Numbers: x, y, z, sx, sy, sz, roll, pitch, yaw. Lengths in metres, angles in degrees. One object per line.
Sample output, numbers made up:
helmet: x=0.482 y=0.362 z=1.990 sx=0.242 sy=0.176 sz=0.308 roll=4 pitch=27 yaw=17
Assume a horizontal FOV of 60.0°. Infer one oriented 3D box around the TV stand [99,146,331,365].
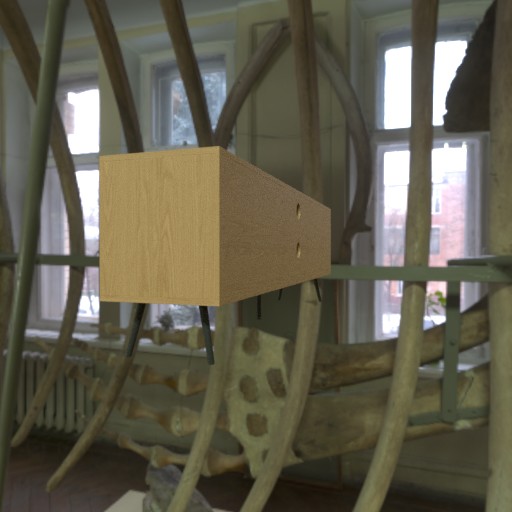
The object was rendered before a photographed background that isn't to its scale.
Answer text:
TV stand: x=0.000 y=0.000 z=2.038 sx=0.400 sy=0.580 sz=1.760 roll=0 pitch=1 yaw=19
